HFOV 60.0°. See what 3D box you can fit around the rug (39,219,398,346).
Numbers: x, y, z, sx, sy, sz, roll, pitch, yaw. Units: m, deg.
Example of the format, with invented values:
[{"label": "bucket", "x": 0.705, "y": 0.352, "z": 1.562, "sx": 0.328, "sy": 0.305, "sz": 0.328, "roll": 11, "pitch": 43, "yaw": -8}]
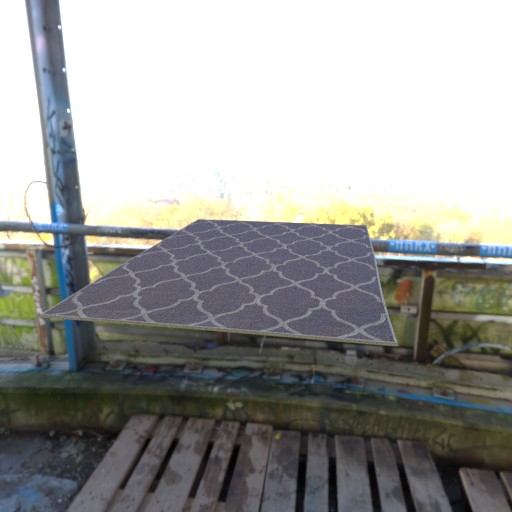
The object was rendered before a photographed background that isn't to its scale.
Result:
[{"label": "rug", "x": 0.000, "y": 0.000, "z": 2.893, "sx": 1.528, "sy": 0.014, "sz": 2.294, "roll": 3, "pitch": 16, "yaw": 10}]
